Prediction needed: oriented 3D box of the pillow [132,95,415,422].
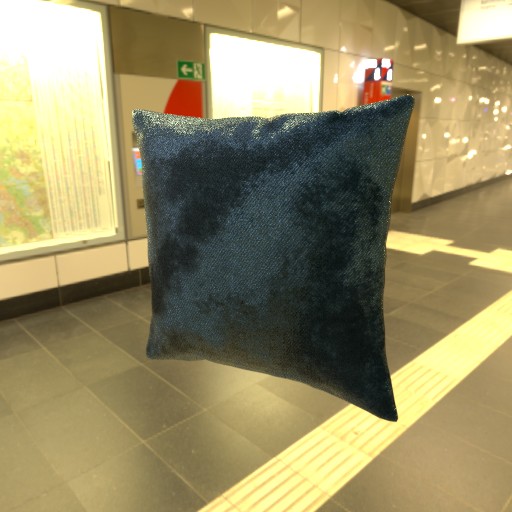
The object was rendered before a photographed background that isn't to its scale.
[{"bbox_3d":[0.000,0.000,0.646,0.436,0.430,0.138,8,17,26],"label":"pillow"}]
